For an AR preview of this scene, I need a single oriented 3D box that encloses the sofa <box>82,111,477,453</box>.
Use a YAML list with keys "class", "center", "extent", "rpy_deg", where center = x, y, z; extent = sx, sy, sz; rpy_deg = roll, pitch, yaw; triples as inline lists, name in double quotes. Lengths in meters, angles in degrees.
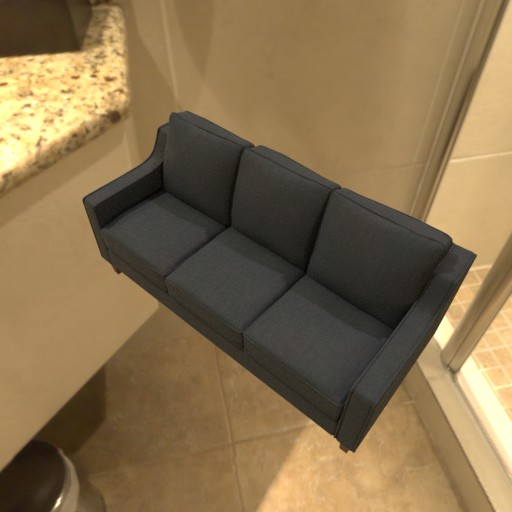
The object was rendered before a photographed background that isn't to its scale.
- class: "sofa"
  center: [0.000, 0.000, 2.536]
  extent: [1.986, 0.974, 0.911]
  rpy_deg: [32, 55, 26]
